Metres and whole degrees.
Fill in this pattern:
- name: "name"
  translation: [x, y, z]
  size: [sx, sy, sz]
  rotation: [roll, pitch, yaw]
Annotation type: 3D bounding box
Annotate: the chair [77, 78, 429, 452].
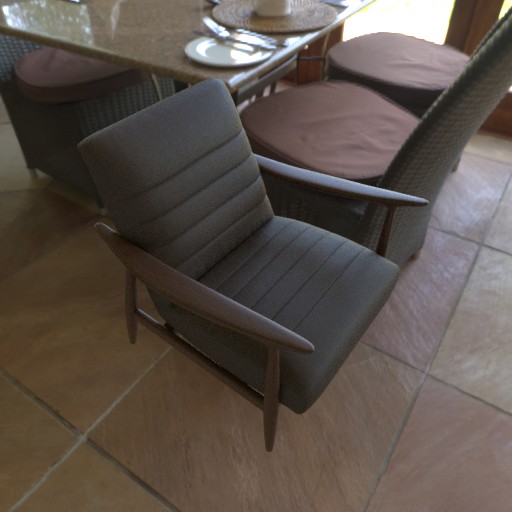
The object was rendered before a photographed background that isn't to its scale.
- name: "chair"
  translation: [0.000, 0.000, 1.432]
  size: [0.798, 0.831, 0.741]
  rotation: [27, 49, 26]
